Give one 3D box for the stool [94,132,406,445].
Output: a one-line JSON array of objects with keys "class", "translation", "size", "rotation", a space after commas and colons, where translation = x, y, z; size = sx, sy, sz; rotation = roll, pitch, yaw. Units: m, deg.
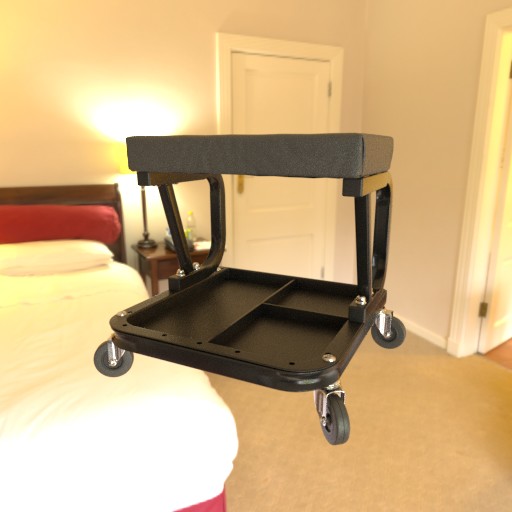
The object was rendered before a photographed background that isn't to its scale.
[{"class": "stool", "translation": [0.000, 0.000, 0.721], "size": [0.446, 0.380, 0.371], "rotation": [7, 16, 26]}]
